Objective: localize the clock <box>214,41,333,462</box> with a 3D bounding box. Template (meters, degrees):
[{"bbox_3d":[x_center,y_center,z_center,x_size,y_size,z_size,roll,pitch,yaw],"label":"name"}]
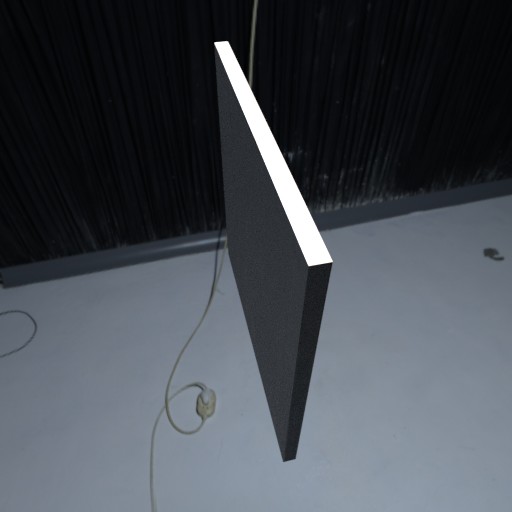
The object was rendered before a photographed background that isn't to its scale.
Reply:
[{"bbox_3d":[0.000,0.000,1.041,0.032,0.705,0.705,-10,48,-9],"label":"clock"}]
